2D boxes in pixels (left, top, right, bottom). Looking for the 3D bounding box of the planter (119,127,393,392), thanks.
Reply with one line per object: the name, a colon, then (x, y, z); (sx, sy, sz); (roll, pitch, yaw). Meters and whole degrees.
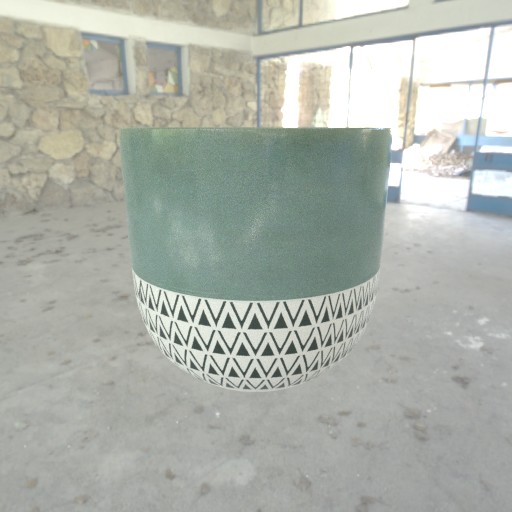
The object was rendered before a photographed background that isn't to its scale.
planter: (0.000, 0.000, 0.484); (0.266, 0.270, 0.266); (0, 16, 0)
